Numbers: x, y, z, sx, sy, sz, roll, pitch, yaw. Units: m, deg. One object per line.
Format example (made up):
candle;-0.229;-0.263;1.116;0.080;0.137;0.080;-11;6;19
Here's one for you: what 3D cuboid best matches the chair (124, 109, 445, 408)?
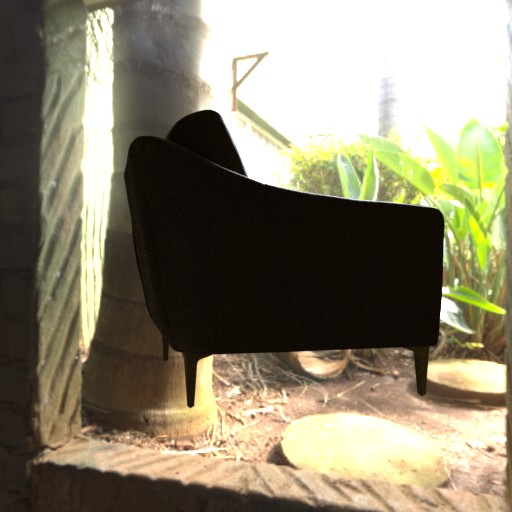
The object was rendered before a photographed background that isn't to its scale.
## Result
chair;0.000;0.000;1.706;0.961;0.901;0.988;0;0;-18
